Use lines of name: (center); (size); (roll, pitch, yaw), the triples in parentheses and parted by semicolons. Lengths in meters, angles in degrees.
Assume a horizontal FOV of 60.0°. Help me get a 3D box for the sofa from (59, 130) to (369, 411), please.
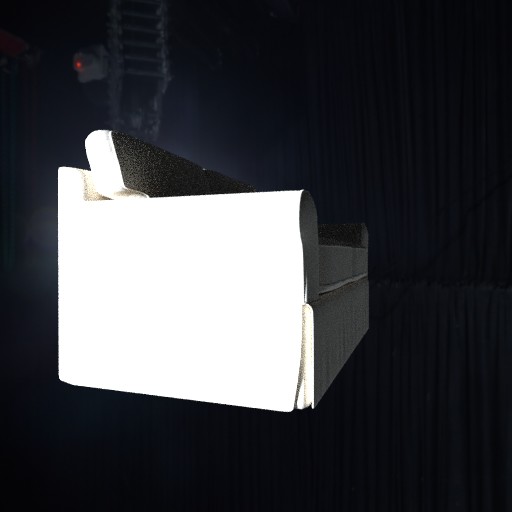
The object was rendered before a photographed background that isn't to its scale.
sofa: (0.000, 0.000, 2.245); (0.991, 0.940, 1.727); (0, 0, 20)
